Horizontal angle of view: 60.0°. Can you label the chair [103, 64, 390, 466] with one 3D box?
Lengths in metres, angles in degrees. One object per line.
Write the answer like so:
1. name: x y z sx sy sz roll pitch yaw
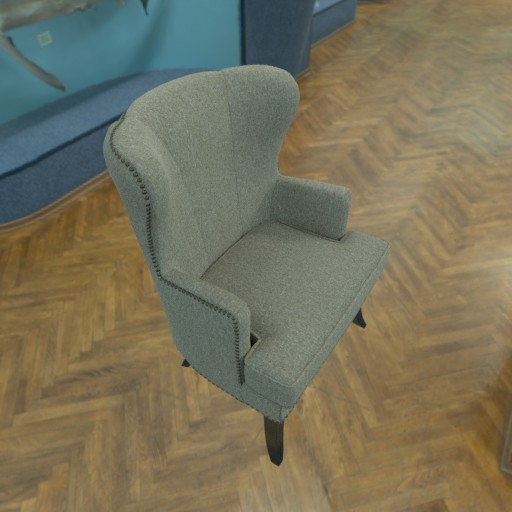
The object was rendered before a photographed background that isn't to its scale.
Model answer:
1. chair: 0.000 0.000 1.566 0.758 1.060 0.759 24 48 24
